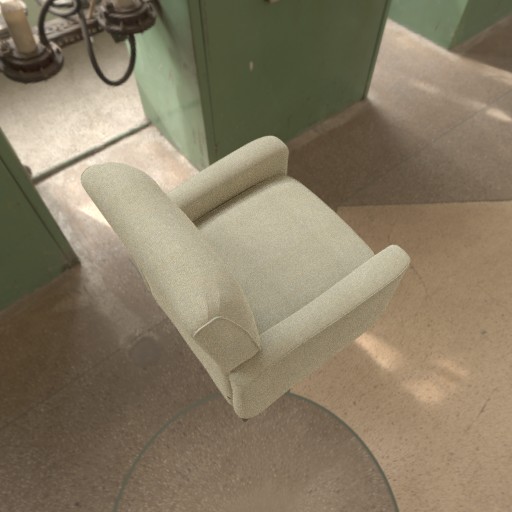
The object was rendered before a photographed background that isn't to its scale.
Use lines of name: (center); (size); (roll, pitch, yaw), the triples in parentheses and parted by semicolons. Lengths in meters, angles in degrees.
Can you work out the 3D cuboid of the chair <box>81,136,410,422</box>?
chair: (0.000, 0.000, 1.688); (0.853, 1.006, 0.850); (-33, 63, -19)
